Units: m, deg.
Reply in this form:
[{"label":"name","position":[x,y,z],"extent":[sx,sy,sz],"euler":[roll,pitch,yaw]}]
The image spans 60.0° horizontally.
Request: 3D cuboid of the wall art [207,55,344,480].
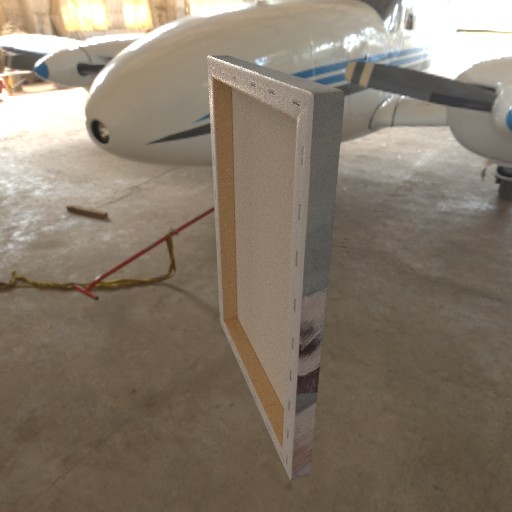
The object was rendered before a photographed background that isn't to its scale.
[{"label":"wall art","position":[0.000,0.000,0.781],"extent":[0.037,0.613,0.455],"euler":[-9,30,-16]}]
